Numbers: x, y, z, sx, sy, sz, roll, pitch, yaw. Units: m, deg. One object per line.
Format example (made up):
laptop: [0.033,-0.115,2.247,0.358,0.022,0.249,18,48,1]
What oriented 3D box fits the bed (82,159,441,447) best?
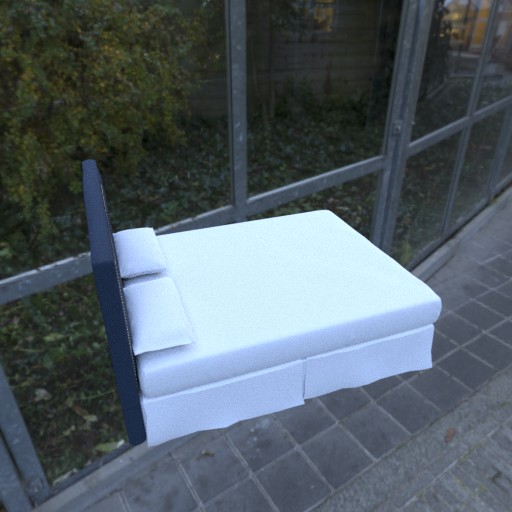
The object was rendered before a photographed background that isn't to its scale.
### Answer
bed: [0.000,0.000,3.432,2.282,1.436,1.821,-10,31,-18]
